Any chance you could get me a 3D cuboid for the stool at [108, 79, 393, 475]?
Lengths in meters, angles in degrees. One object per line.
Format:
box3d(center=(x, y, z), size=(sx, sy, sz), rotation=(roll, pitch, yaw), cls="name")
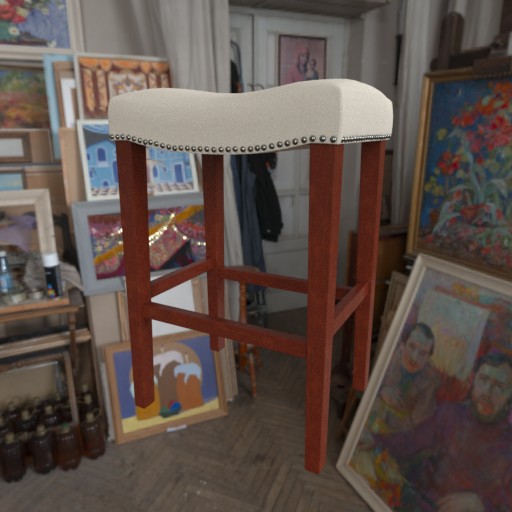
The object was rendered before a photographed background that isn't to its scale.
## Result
box3d(center=(0.000, 0.000, 1.031), size=(0.504, 0.742, 0.372), rotation=(8, 18, 27), cls="stool")
